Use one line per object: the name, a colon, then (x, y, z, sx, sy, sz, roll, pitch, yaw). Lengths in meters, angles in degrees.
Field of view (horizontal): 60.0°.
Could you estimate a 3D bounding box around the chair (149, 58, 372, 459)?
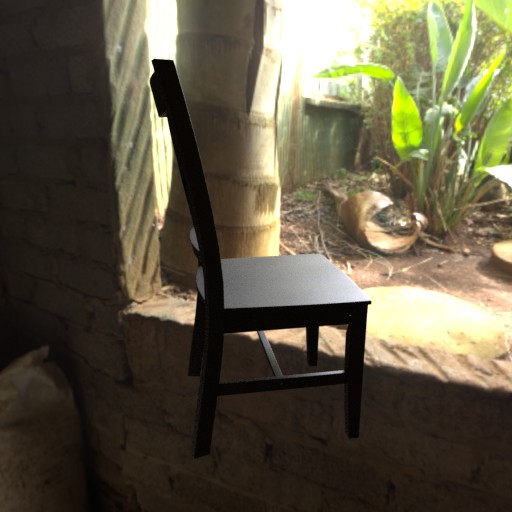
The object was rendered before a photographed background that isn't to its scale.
chair: (0.000, 0.000, 1.288, 0.542, 0.983, 0.485, -3, 17, -9)
